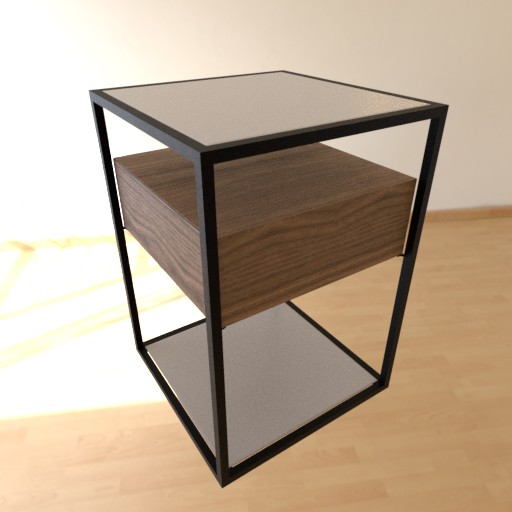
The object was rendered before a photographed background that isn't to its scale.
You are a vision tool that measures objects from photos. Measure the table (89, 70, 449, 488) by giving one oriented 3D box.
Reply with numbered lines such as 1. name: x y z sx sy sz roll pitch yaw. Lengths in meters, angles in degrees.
1. table: 0.000 0.000 0.784 0.378 0.540 0.378 -19 35 -28
